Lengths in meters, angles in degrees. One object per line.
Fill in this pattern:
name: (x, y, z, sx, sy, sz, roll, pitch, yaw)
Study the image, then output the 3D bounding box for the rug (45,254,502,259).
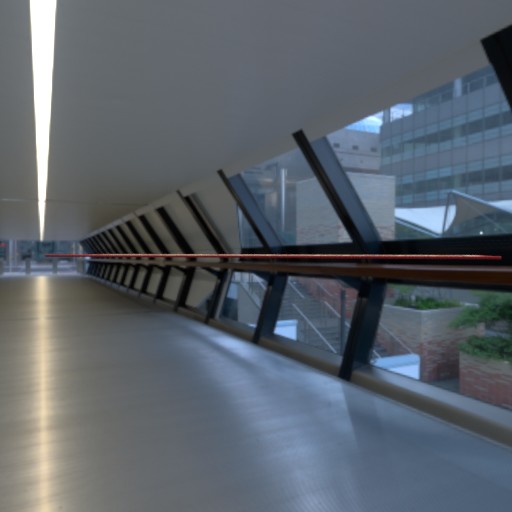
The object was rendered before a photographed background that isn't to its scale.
rug: (0.000, 0.000, 2.446, 2.292, 0.015, 0.659, 0, 1, 19)
